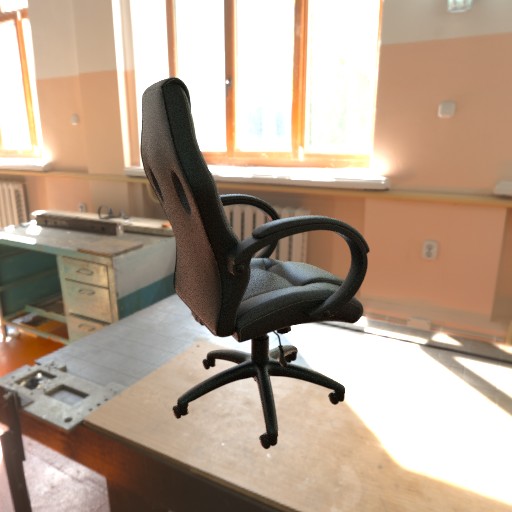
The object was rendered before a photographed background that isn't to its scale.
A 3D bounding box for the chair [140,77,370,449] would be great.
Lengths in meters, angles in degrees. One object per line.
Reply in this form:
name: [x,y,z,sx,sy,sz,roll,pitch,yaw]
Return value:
chair: [0.000,0.000,1.645,0.724,1.187,0.673,-7,17,-25]
